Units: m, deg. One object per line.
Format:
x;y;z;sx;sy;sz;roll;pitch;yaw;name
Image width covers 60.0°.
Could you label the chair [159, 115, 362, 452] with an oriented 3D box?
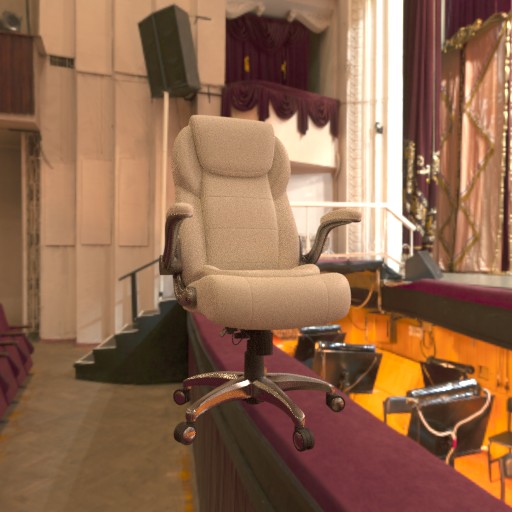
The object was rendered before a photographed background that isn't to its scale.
0.000;0.000;1.851;0.755;1.330;0.806;0;0;-19;chair
